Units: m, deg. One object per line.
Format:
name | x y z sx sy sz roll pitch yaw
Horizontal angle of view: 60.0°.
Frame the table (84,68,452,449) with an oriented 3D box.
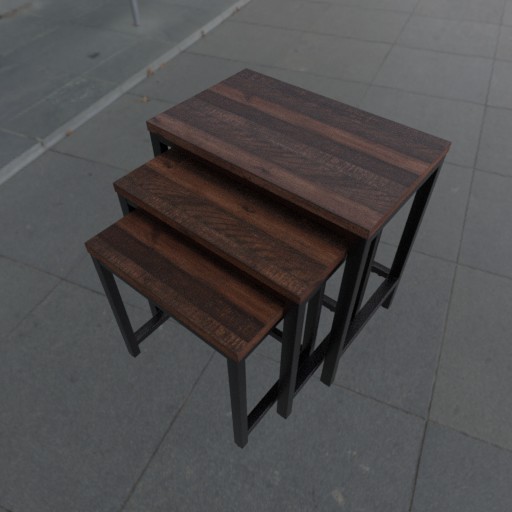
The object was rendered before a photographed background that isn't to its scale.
table | 0.000 0.000 1.183 0.608 0.616 0.660 31 54 26
